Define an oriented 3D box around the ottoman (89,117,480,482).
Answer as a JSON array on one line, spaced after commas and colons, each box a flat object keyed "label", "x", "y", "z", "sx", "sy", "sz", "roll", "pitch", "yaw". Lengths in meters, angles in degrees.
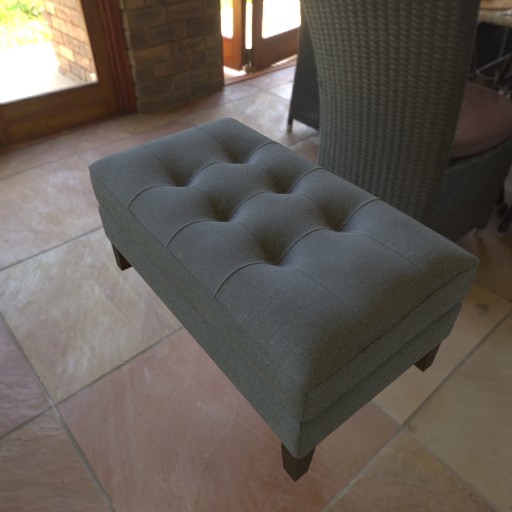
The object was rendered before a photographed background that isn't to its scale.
[{"label": "ottoman", "x": 0.000, "y": 0.000, "z": 1.464, "sx": 0.648, "sy": 0.514, "sz": 1.143, "roll": -27, "pitch": 47, "yaw": -28}]
